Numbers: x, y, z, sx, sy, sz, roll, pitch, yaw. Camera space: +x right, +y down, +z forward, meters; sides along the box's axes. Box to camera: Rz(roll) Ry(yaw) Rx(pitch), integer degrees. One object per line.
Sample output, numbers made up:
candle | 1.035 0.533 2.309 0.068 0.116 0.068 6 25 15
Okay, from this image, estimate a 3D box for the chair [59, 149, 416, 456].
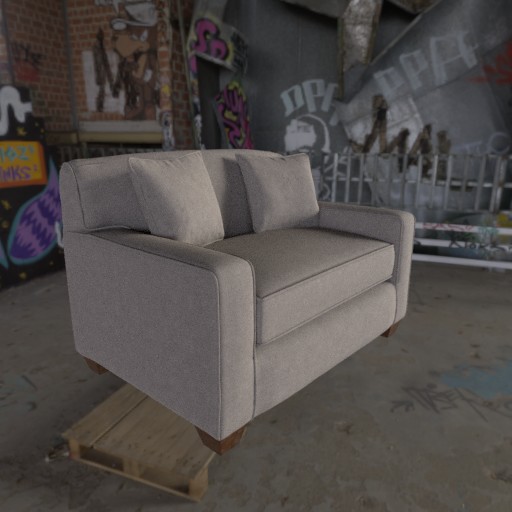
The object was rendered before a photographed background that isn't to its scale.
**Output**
chair | 0.000 0.000 2.070 0.992 0.953 1.395 13 20 40
